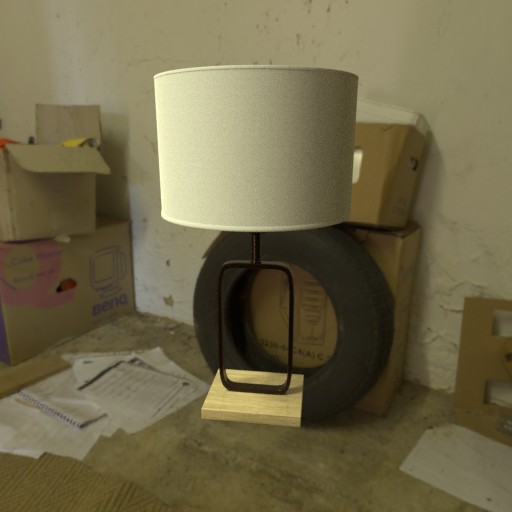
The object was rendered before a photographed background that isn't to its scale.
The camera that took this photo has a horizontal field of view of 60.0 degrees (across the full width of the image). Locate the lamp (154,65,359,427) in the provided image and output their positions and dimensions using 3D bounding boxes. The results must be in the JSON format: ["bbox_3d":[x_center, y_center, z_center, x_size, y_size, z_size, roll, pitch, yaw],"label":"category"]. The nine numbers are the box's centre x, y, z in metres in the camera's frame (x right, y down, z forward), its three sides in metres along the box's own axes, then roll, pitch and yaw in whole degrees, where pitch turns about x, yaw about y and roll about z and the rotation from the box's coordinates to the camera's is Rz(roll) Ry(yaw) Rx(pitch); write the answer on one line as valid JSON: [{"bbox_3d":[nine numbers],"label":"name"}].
[{"bbox_3d":[0.000,0.000,0.684,0.279,0.508,0.279,2,16,8],"label":"lamp"}]
